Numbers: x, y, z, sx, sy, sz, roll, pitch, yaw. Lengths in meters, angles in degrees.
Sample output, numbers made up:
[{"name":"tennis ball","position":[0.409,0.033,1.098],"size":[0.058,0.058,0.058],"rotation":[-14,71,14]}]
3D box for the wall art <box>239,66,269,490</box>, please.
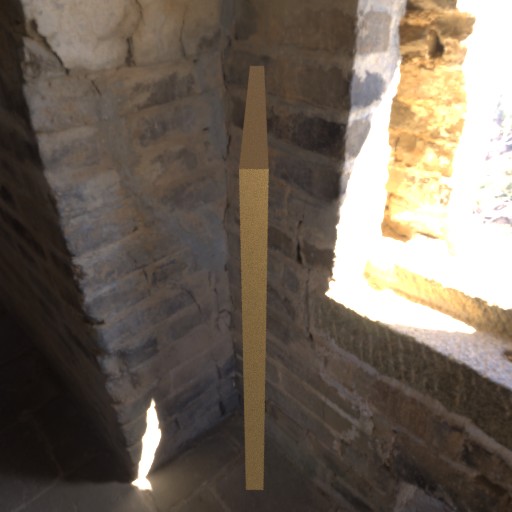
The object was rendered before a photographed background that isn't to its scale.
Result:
[{"name":"wall art","position":[0.000,0.000,2.814],"size":[0.099,1.926,1.926],"rotation":[0,33,0]}]
